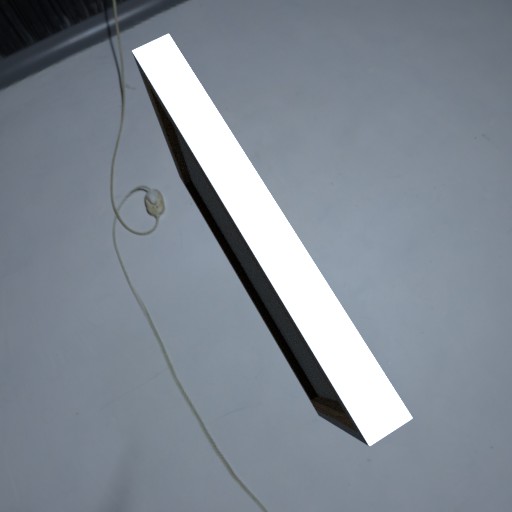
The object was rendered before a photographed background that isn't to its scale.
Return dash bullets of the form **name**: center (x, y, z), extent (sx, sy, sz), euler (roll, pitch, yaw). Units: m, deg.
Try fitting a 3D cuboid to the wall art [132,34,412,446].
- **wall art**: center (0.000, 0.000, 0.482), extent (0.038, 0.259, 0.381), euler (-29, 77, -8)
